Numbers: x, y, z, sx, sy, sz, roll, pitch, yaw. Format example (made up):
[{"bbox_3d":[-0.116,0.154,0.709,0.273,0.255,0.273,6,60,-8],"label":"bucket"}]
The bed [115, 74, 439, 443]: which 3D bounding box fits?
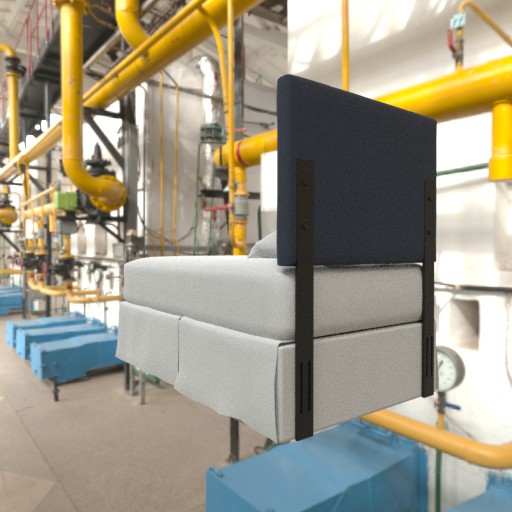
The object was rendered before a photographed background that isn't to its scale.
[{"bbox_3d":[0.000,0.000,2.986,1.261,1.571,1.997,0,1,-37],"label":"bed"}]
